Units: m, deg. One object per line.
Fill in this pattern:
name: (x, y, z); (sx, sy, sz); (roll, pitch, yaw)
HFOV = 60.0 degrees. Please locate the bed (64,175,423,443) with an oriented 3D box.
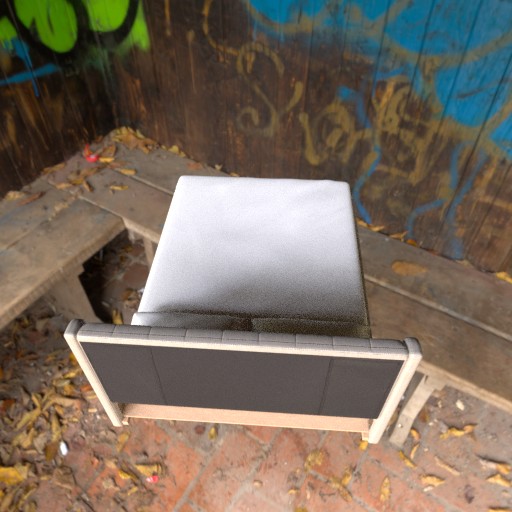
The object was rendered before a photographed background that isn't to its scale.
bed: (0.000, 0.000, 3.182); (1.656, 1.147, 2.232); (3, 46, 3)
